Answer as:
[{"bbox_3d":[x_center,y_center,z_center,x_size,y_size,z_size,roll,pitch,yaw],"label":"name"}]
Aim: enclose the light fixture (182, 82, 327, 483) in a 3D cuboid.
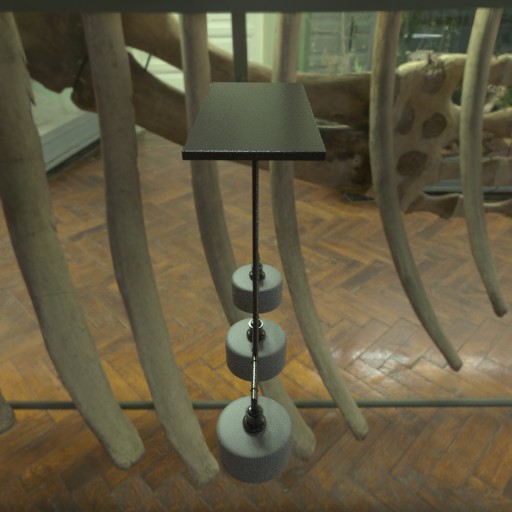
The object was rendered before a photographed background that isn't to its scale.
[{"bbox_3d":[0.000,0.000,0.856,0.177,0.557,0.582,0,33,1],"label":"light fixture"}]
